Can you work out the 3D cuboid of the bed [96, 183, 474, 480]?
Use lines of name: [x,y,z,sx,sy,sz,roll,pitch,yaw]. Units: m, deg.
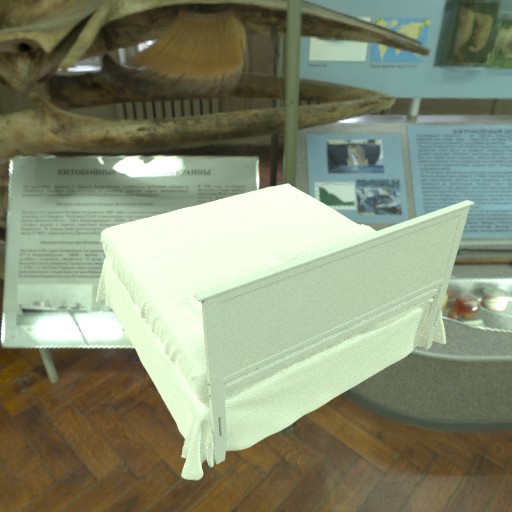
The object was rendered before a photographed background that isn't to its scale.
bed: [0.000,0.000,3.561,2.317,1.273,2.215,-18,36,-27]
